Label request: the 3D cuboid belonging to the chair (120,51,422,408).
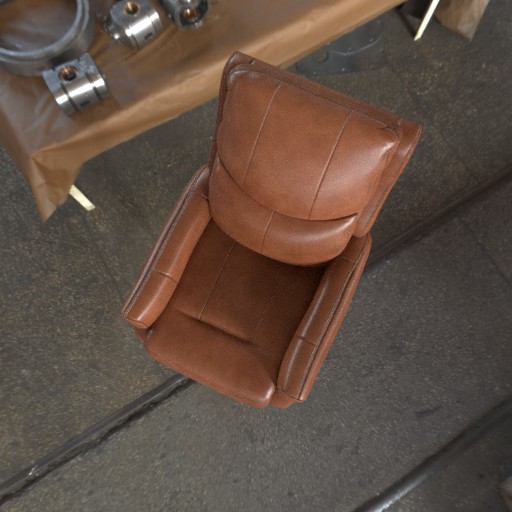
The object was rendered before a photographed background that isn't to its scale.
[{"bbox_3d":[0.000,0.000,1.740,0.821,1.016,1.072,24,78,6],"label":"chair"}]
